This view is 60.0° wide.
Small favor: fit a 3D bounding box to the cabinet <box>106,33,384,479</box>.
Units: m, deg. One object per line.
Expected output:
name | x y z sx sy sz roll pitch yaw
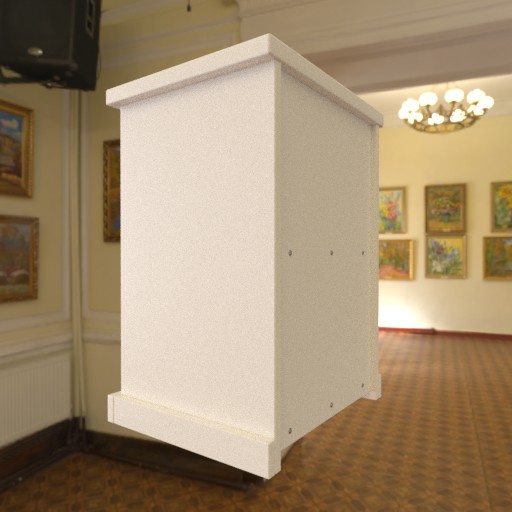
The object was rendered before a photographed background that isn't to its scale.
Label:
cabinet | 0.000 0.000 1.049 0.431 0.723 0.520 0 1 36
